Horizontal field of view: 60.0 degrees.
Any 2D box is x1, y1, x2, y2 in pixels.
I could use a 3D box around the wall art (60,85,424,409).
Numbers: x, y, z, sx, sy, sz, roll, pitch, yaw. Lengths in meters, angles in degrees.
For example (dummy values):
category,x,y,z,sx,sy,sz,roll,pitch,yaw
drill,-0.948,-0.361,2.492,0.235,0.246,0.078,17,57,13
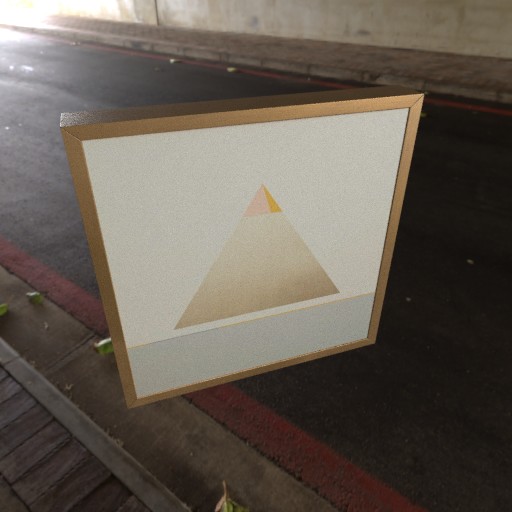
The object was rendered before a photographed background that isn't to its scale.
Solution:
category,x,y,z,sx,sy,sz,roll,pitch,yaw
wall art,0.000,0.000,0.451,0.305,0.303,0.038,-11,34,-16
